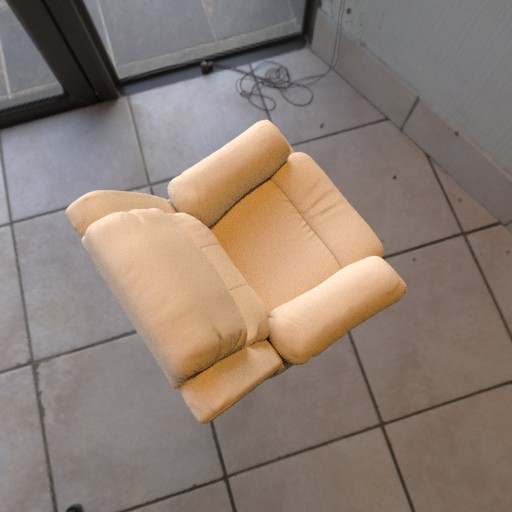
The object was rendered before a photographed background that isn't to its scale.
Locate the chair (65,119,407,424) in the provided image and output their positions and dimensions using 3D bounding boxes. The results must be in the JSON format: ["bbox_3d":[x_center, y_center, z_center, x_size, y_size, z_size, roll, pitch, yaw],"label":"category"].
[{"bbox_3d":[0.000,0.000,1.286,0.709,0.702,0.680,-35,77,-9],"label":"chair"}]
